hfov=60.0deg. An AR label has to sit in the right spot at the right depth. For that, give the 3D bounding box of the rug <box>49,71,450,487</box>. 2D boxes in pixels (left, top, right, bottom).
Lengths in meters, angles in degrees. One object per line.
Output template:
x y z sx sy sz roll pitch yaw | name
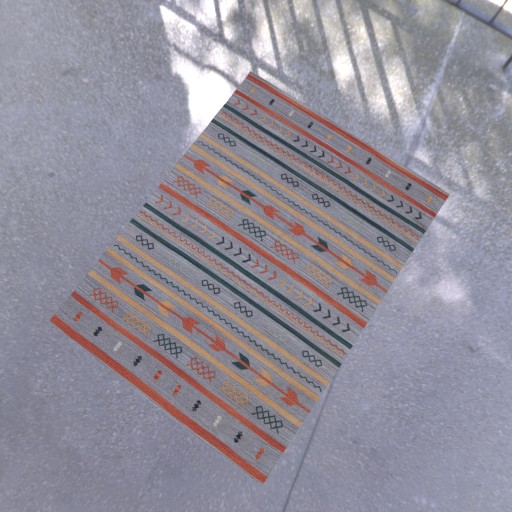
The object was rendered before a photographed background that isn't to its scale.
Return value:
0.000 0.000 3.956 2.263 0.022 3.029 34 79 8 | rug
